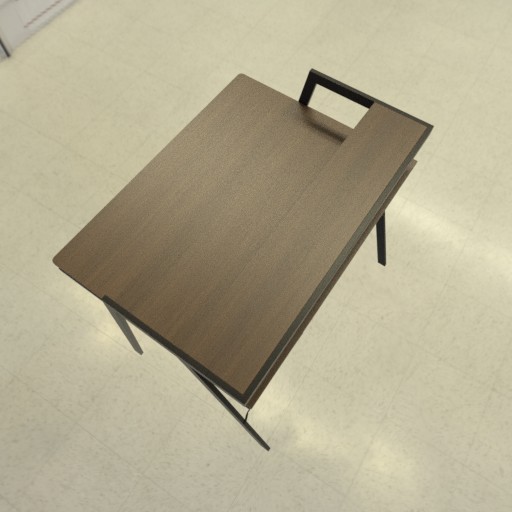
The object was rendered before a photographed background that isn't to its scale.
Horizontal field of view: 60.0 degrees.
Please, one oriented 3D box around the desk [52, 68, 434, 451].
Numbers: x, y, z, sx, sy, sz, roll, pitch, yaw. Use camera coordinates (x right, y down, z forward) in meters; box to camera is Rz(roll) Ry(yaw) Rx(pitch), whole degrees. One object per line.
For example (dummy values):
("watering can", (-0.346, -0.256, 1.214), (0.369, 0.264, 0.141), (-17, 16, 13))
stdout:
("desk", (0.000, 0.000, 1.884), (0.936, 0.998, 1.143), (32, 68, 15))
